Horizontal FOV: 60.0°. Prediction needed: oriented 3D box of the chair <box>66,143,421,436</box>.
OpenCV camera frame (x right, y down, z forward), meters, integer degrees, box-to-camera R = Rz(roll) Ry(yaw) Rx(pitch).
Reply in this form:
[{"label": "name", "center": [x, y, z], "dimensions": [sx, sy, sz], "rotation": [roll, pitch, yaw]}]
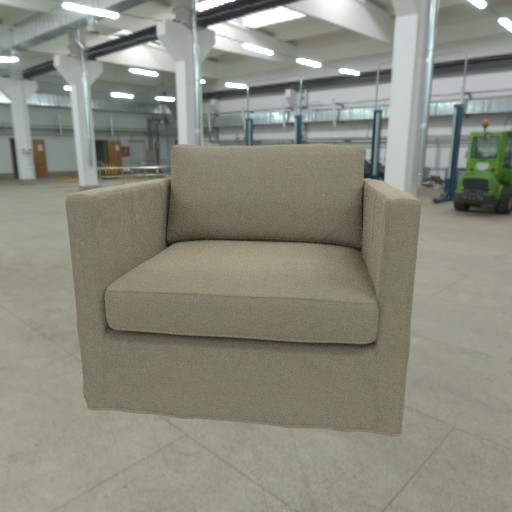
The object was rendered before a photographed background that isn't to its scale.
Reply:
[{"label": "chair", "center": [0.000, 0.000, 1.740], "dimensions": [1.057, 0.863, 0.949], "rotation": [2, 14, 8]}]
